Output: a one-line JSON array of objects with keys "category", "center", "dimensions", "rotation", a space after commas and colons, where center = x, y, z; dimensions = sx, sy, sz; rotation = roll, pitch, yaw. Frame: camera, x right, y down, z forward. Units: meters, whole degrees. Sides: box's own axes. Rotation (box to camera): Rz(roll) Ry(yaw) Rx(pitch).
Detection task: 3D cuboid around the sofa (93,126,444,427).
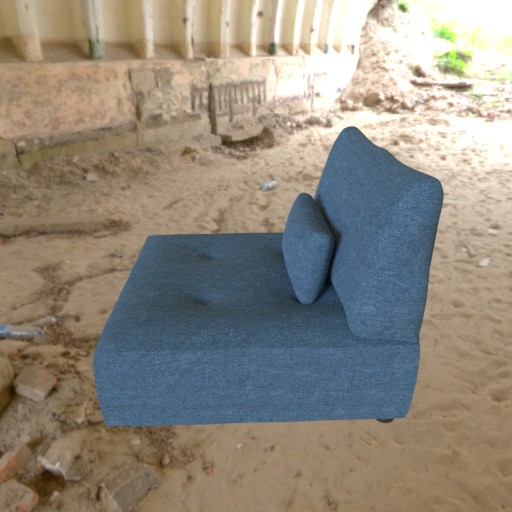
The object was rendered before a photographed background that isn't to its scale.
[{"category": "sofa", "center": [0.000, 0.000, 1.678], "dimensions": [1.000, 0.820, 0.930], "rotation": [-1, 25, -2]}]
